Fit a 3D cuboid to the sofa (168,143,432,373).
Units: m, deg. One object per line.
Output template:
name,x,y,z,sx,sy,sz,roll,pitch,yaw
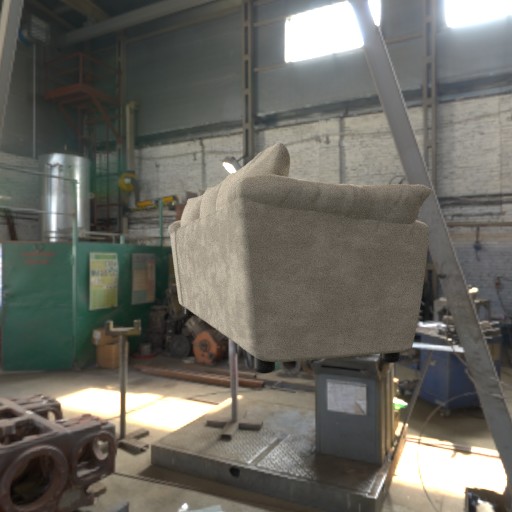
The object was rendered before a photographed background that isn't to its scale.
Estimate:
sofa,0.000,0.000,2.875,0.893,0.981,2.377,0,0,-18
